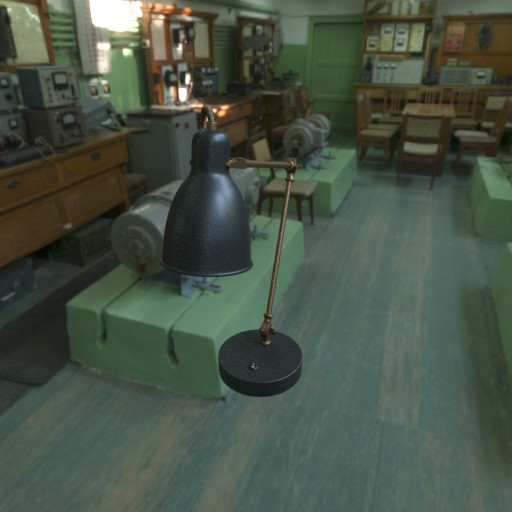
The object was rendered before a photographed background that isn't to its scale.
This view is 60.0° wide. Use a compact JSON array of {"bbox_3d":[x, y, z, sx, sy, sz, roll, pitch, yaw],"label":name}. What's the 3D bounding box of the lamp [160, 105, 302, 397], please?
[{"bbox_3d":[0.000,0.000,0.847,0.187,0.587,0.561,8,27,17],"label":"lamp"}]
